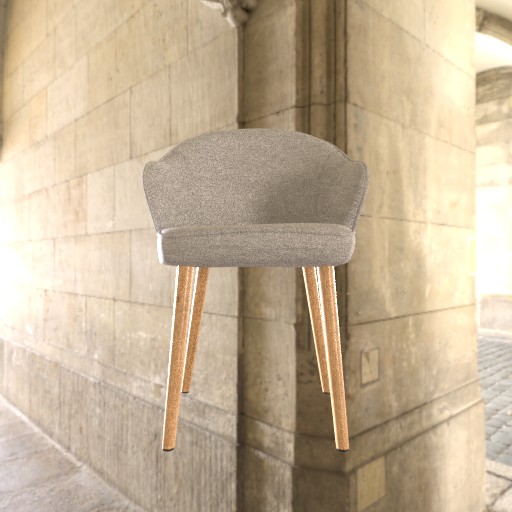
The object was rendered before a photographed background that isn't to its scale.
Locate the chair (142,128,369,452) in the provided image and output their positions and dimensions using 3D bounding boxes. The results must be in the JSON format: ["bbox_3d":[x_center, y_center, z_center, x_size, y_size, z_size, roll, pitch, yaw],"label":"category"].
[{"bbox_3d":[0.000,0.000,1.139,0.540,0.800,0.530,0,0,0],"label":"chair"}]
